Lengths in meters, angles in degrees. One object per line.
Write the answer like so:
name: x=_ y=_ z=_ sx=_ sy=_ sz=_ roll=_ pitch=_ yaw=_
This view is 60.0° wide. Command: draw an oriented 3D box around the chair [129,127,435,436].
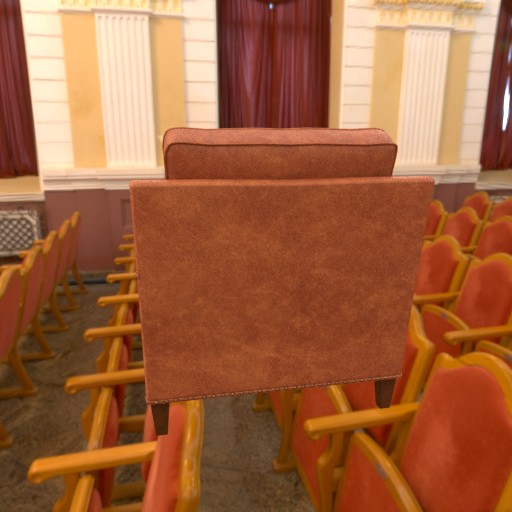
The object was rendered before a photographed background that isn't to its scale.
chair: x=0.000 y=0.000 z=1.734 sx=0.853 sy=0.943 sz=1.014 roll=-3 pitch=14 yaw=-11
